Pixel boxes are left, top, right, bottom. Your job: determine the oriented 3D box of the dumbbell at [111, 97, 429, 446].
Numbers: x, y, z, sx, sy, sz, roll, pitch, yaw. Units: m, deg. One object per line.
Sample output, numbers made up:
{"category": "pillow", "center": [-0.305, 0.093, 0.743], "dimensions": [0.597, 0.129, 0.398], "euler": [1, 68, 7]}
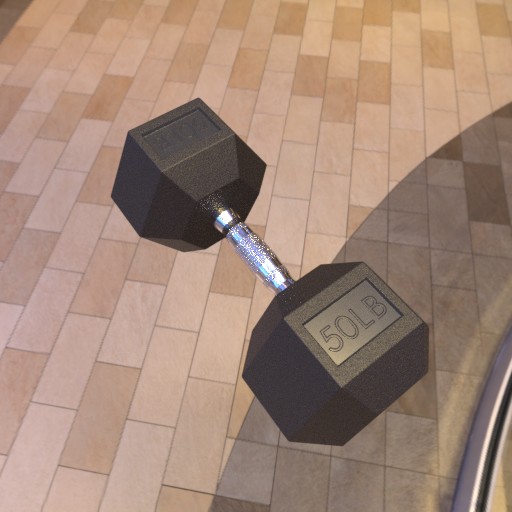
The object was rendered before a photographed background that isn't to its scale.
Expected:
{"category": "dumbbell", "center": [0.000, 0.000, 0.465], "dimensions": [0.173, 0.150, 0.384], "euler": [-33, 64, -18]}
